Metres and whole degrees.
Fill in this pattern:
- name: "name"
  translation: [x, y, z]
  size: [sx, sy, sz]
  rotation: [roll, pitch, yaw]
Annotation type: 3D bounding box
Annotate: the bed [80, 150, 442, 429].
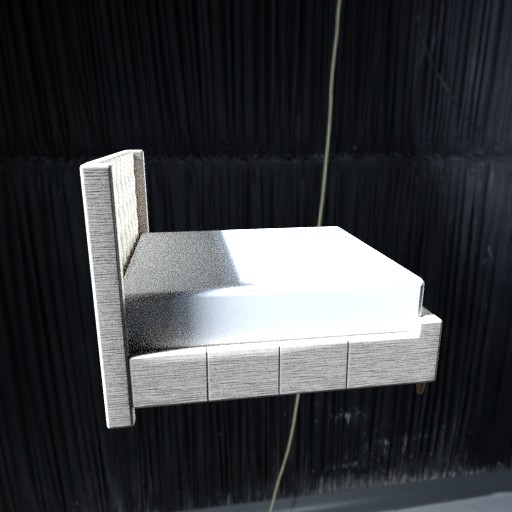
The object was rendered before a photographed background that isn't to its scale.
- name: "bed"
  translation: [0.000, 0.000, 3.863]
  size: [2.370, 1.743, 2.045]
  rotation: [-2, 16, -9]
